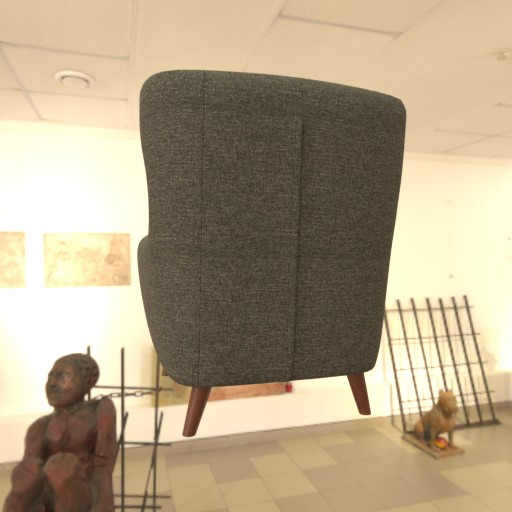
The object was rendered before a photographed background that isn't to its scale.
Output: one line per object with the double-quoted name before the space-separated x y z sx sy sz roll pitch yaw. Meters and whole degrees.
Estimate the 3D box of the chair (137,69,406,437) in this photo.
"chair" 0.000 0.000 1.685 0.878 1.063 0.904 0 0 -17
